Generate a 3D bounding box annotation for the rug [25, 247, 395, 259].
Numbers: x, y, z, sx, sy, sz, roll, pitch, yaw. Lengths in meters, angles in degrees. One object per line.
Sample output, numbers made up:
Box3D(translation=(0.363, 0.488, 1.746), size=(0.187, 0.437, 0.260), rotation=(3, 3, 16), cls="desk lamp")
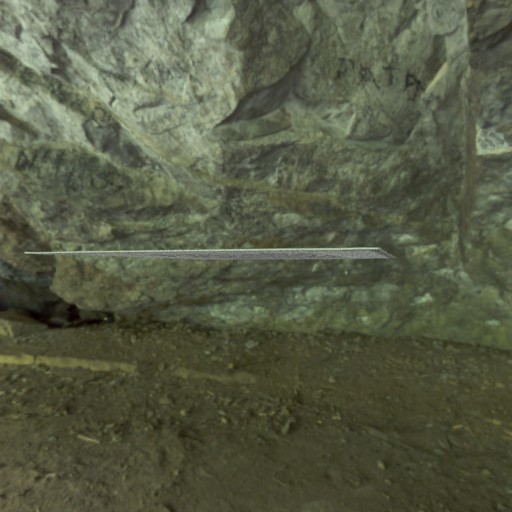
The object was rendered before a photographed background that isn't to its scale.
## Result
Box3D(translation=(0.000, 0.000, 4.198), size=(2.451, 0.026, 3.069), rotation=(0, -1, 19), cls="rug")
